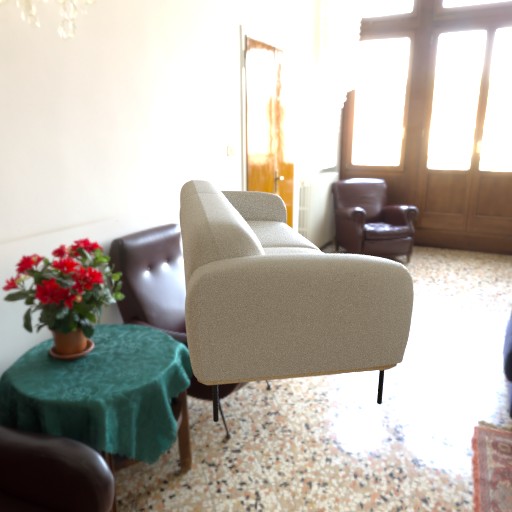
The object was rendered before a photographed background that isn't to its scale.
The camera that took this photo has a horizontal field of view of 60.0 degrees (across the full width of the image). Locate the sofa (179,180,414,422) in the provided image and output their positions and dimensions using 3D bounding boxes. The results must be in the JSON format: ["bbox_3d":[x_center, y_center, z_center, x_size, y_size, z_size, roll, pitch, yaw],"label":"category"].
[{"bbox_3d":[0.000,0.000,2.660,0.880,0.780,2.257,-3,15,-10],"label":"sofa"}]
